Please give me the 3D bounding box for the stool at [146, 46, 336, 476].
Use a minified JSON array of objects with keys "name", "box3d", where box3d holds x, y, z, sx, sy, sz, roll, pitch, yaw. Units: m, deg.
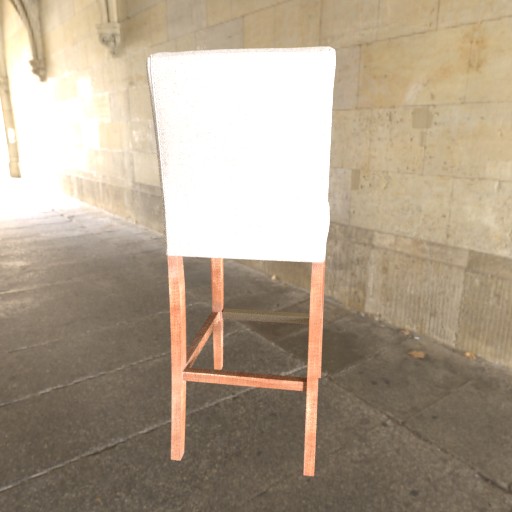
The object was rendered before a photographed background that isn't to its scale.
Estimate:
[{"name":"stool","box3d":[0.000,0.000,1.363,0.439,1.088,0.570,2,15,9]}]
